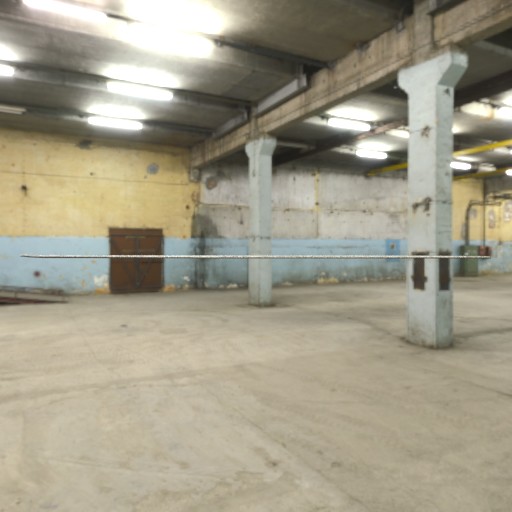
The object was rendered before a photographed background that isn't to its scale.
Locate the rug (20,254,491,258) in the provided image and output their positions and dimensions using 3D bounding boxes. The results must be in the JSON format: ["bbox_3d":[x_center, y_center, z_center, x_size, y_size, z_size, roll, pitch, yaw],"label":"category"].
[{"bbox_3d":[0.000,0.000,3.063,2.447,0.021,1.527,0,0,1],"label":"rug"}]
